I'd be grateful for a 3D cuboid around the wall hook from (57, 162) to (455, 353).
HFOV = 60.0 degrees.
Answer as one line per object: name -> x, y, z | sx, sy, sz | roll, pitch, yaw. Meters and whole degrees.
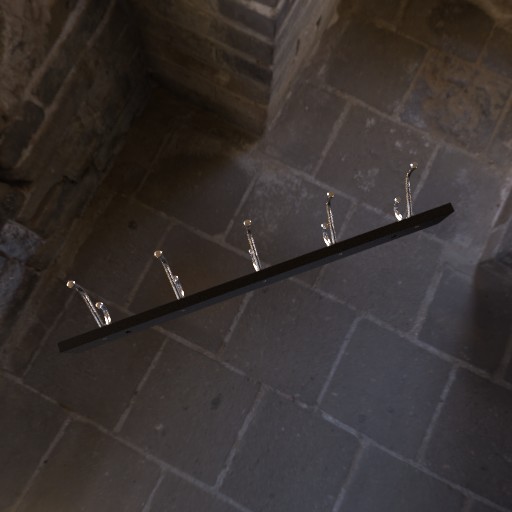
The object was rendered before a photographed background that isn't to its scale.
wall hook -> 0.000, 0.000, 0.612 | 0.571, 0.117, 0.071 | -19, 77, -5
